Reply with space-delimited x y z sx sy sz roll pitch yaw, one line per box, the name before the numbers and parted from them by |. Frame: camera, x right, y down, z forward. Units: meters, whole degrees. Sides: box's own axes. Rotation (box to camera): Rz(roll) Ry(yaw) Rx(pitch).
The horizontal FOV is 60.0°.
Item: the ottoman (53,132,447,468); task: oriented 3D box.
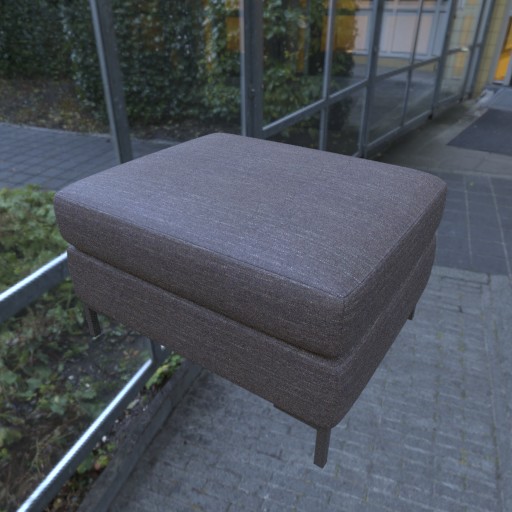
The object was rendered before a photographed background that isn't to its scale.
ottoman | 0.000 0.000 1.216 0.820 0.490 0.671 19 36 29
